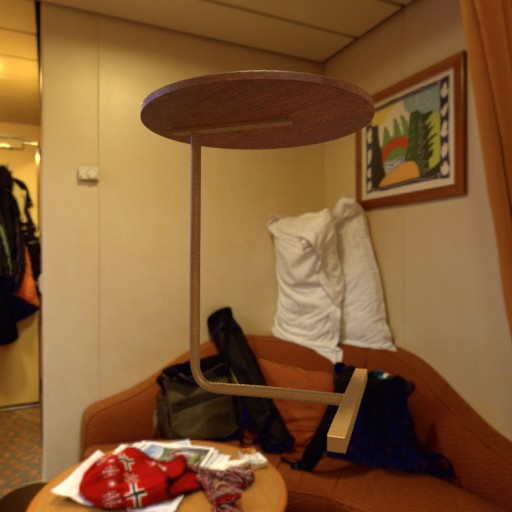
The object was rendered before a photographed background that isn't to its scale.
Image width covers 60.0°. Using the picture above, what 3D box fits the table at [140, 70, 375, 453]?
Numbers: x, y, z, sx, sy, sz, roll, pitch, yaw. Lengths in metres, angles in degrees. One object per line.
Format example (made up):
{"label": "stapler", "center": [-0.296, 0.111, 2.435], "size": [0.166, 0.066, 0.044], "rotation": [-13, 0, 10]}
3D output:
{"label": "table", "center": [0.000, 0.000, 1.113], "size": [0.577, 0.706, 0.530], "rotation": [0, -1, 18]}
